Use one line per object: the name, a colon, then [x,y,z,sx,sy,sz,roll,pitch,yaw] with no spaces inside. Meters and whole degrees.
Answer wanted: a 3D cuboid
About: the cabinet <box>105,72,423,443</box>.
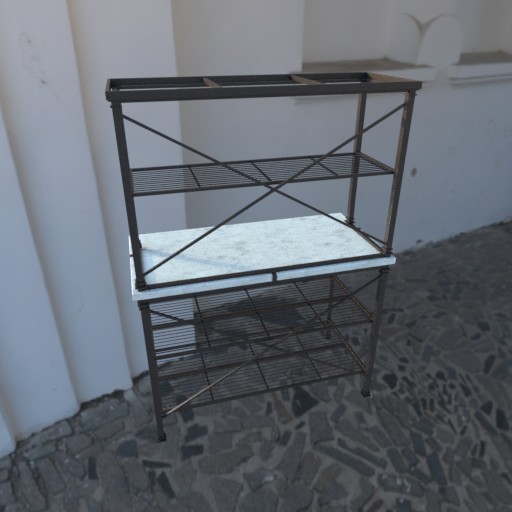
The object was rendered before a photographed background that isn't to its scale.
cabinet: [0.000,0.000,2.220,1.210,1.659,0.610,-7,28,-14]
